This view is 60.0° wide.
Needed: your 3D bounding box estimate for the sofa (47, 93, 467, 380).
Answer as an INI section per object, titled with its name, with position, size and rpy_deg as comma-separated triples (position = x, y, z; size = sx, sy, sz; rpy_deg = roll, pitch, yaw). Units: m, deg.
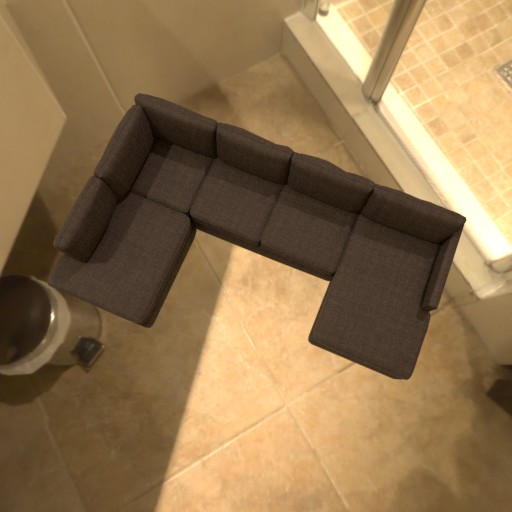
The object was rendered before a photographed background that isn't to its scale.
[sofa]
position = 0.000, 0.000, 4.234
size = 3.423, 0.999, 2.048
rpy_deg = 22, 77, 6
